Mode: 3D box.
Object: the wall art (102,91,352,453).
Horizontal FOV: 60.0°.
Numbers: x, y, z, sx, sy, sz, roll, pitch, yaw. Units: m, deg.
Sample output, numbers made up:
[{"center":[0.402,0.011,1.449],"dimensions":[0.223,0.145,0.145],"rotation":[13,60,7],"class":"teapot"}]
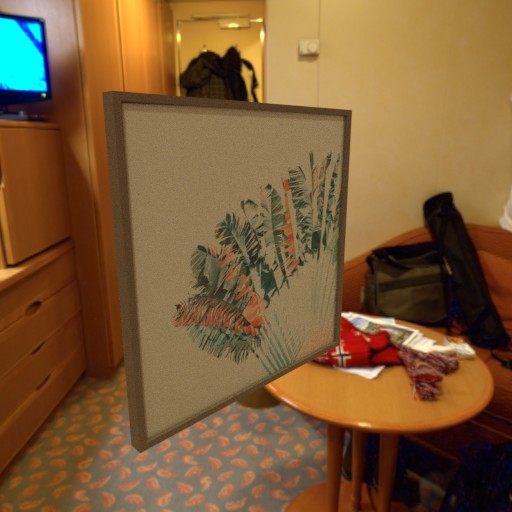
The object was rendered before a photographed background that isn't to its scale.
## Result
[{"center":[0.000,0.000,1.160],"dimensions":[0.761,0.758,0.038],"rotation":[-14,20,-43],"class":"wall art"}]
